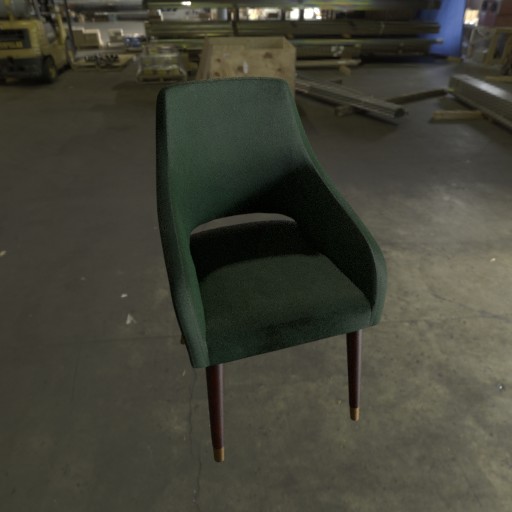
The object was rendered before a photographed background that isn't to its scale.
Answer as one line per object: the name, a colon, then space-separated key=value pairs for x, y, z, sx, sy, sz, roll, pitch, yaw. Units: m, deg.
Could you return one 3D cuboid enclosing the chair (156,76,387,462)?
chair: x=0.000 y=0.000 z=1.605 sx=0.683 sy=1.081 sz=0.794 roll=-10 pitch=34 yaw=-16
